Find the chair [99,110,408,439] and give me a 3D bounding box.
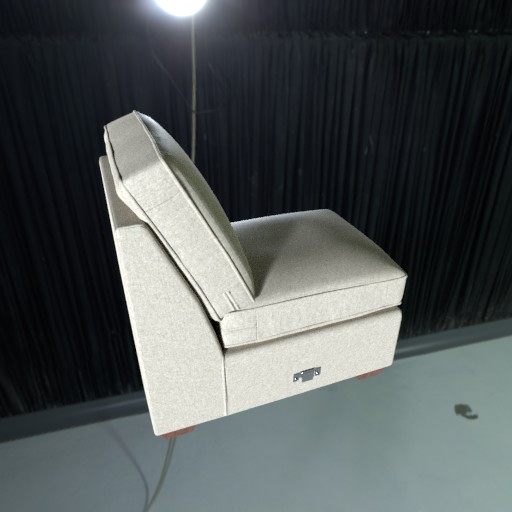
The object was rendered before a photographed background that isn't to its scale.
[{"bbox_3d":[0.000,0.000,1.735,1.020,1.058,0.674,-11,32,-18],"label":"chair"}]
